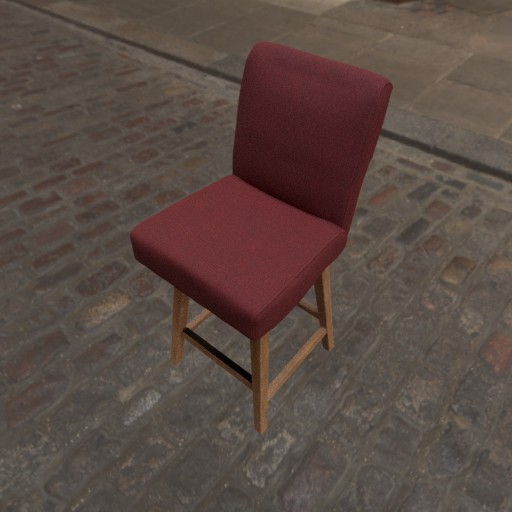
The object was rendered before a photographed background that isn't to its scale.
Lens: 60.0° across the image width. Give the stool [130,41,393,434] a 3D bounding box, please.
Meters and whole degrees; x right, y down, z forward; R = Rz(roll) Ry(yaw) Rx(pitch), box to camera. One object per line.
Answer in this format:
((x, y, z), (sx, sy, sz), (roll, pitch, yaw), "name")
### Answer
((0.000, 0.000, 1.347), (0.468, 1.038, 0.562), (30, 52, 27), "stool")
